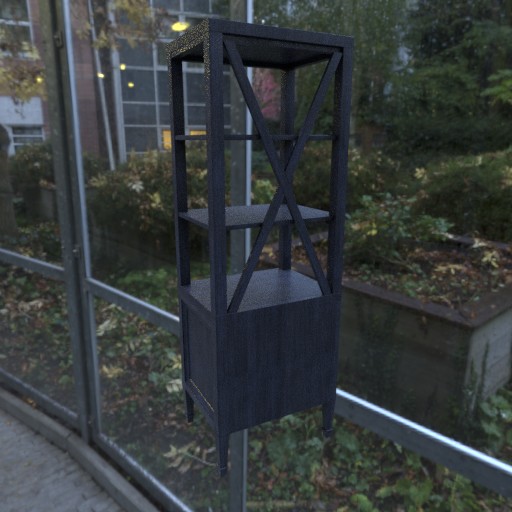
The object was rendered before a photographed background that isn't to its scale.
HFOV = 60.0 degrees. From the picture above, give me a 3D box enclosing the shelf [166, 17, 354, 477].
[{"bbox_3d":[0.000,0.000,1.944,0.584,1.727,0.472,-7,16,-27],"label":"shelf"}]
